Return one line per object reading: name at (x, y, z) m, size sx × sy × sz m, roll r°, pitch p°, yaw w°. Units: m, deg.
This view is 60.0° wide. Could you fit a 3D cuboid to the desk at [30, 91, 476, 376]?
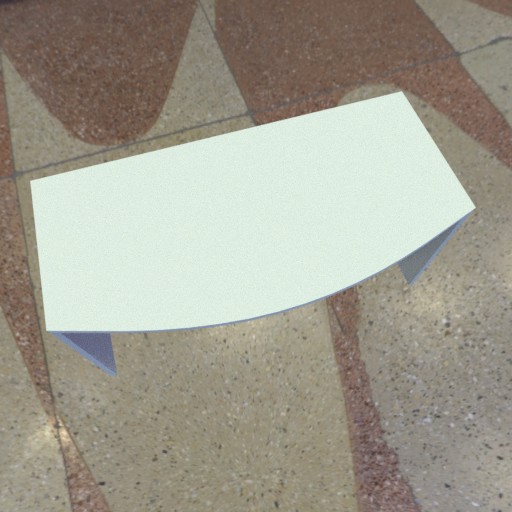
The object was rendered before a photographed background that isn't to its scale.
desk at (0.000, 0.000, 2.007) m, size 1.600 × 0.750 × 0.802 m, roll -16°, pitch 65°, yaw -8°
